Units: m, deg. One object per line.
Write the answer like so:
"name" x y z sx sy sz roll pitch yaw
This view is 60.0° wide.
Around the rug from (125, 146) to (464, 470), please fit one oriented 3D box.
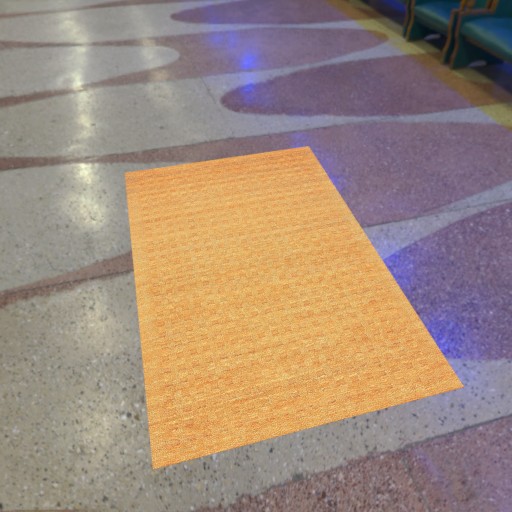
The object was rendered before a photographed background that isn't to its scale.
"rug" 0.000 0.000 2.831 1.524 0.006 2.285 -11 46 -10
